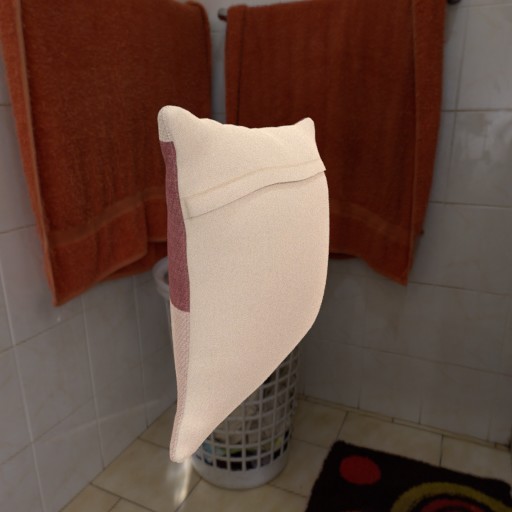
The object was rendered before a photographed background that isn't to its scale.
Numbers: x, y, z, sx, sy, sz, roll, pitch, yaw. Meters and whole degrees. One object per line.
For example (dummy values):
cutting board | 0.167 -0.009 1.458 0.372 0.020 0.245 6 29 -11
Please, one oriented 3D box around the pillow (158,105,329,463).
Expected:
pillow | 0.000 0.000 0.812 0.229 0.506 0.536 8 19 25
